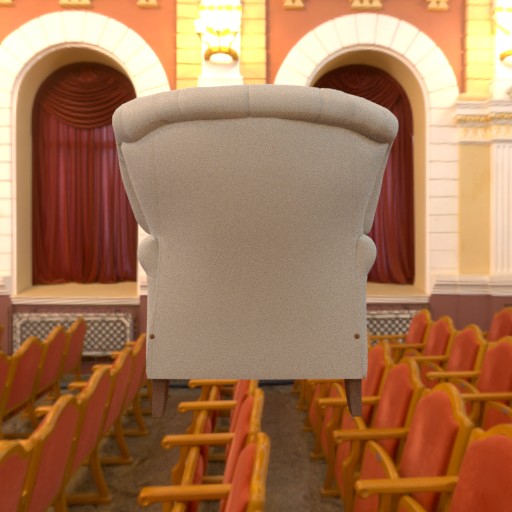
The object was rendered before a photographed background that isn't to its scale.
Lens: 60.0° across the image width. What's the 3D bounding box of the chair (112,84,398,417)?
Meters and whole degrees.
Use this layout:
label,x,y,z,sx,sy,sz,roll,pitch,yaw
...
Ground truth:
label,x,y,z,sx,sy,sz,roll,pitch,yaw
chair,0.000,0.000,2.018,1.090,1.217,1.128,0,0,0
